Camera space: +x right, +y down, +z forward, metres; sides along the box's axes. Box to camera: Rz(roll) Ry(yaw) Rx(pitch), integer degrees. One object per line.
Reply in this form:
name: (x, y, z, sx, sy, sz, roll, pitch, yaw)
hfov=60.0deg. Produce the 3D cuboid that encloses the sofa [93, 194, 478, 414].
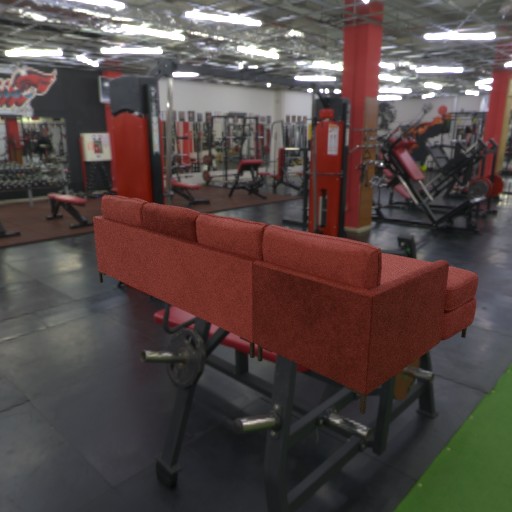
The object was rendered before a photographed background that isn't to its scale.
sofa: (0.000, 0.000, 4.048, 1.500, 0.967, 3.400, -14, 21, -42)
